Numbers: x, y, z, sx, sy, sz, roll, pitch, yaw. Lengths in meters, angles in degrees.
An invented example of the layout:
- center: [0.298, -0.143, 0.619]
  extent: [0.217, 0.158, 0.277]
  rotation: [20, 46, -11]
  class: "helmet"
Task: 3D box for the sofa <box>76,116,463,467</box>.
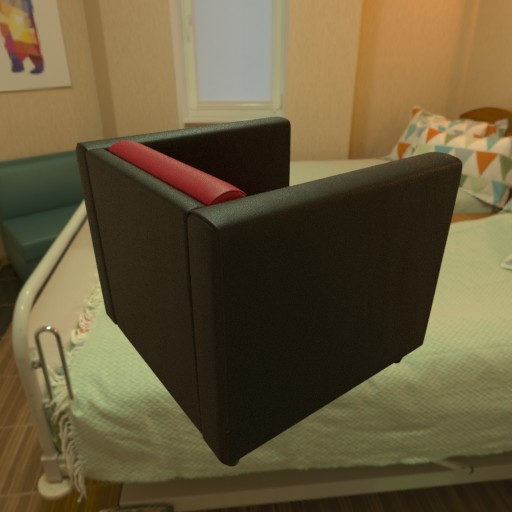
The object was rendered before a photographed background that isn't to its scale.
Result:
- center: [0.000, 0.000, 1.441]
  extent: [0.809, 0.724, 0.839]
  rotation: [-19, 32, -32]
  class: "sofa"
